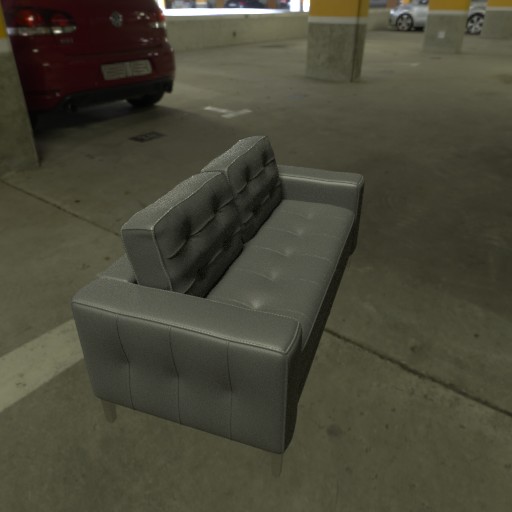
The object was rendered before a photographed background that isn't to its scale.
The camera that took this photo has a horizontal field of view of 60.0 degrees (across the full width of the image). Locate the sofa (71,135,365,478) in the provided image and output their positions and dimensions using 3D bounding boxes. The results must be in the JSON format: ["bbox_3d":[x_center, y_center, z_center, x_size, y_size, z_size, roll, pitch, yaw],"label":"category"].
[{"bbox_3d":[0.000,0.000,2.232,0.833,0.892,1.726,10,31,17],"label":"sofa"}]
